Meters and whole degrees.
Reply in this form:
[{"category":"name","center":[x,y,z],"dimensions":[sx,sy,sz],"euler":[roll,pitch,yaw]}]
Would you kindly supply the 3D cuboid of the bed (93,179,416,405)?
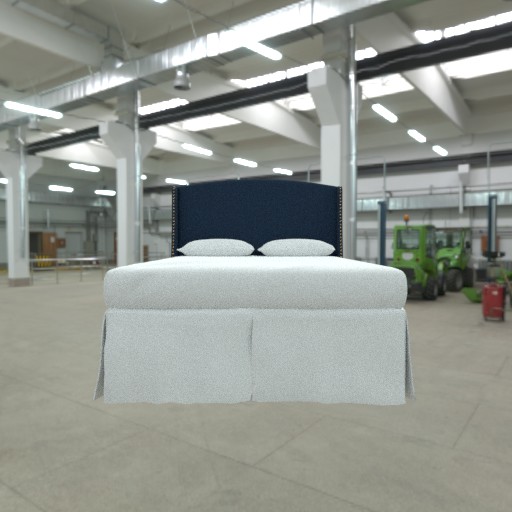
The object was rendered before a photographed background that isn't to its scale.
[{"category":"bed","center":[0.000,0.000,3.232],"dimensions":[1.604,1.402,2.223],"euler":[0,2,1]}]
